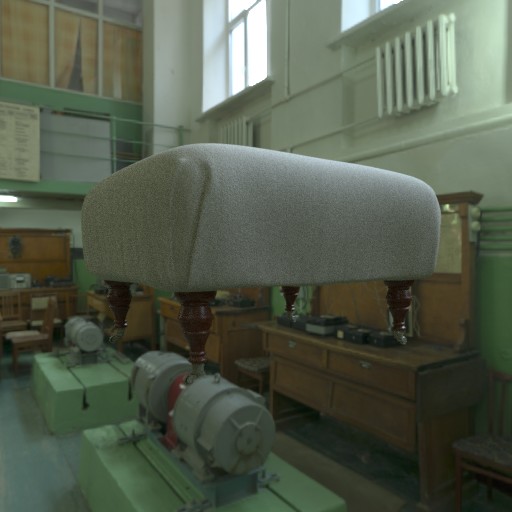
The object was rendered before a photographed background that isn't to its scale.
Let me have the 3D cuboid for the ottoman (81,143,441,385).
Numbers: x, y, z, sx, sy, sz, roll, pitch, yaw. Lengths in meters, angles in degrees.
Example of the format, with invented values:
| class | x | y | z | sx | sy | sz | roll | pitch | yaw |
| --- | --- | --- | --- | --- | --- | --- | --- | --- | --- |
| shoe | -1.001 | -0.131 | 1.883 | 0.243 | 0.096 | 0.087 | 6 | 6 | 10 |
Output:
| class | x | y | z | sx | sy | sz | roll | pitch | yaw |
| --- | --- | --- | --- | --- | --- | --- | --- | --- | --- |
| ottoman | 0.000 | 0.000 | 1.130 | 0.746 | 0.450 | 0.639 | 0 | 1 | -35 |
